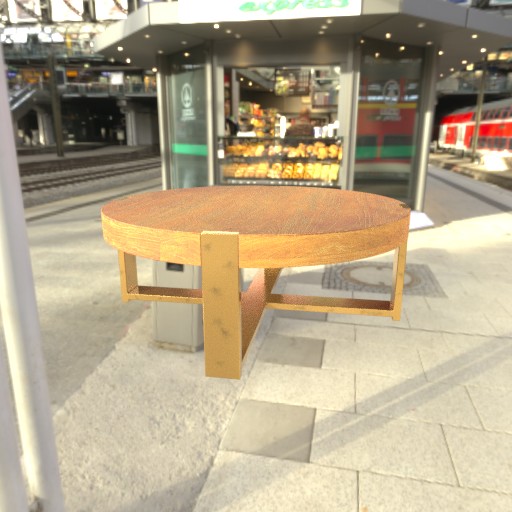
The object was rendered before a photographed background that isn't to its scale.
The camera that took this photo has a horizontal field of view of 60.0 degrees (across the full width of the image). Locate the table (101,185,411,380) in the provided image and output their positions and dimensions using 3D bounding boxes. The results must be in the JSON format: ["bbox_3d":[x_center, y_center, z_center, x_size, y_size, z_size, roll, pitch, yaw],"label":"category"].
[{"bbox_3d":[0.000,0.000,1.723,1.100,0.420,1.100,0,15,0],"label":"table"}]
